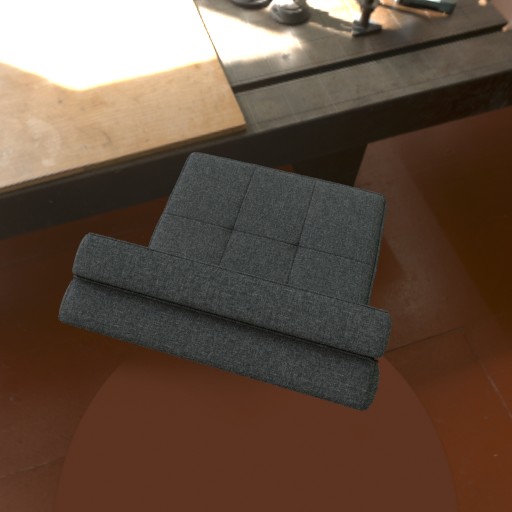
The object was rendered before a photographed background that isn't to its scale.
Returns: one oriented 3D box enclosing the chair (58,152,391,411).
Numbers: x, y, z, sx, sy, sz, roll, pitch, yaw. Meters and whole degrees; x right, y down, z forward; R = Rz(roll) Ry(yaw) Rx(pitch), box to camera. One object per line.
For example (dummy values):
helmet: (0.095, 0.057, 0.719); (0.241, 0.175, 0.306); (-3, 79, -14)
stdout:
chair: (0.000, 0.000, 1.334); (0.740, 0.615, 0.800); (14, 63, 8)
